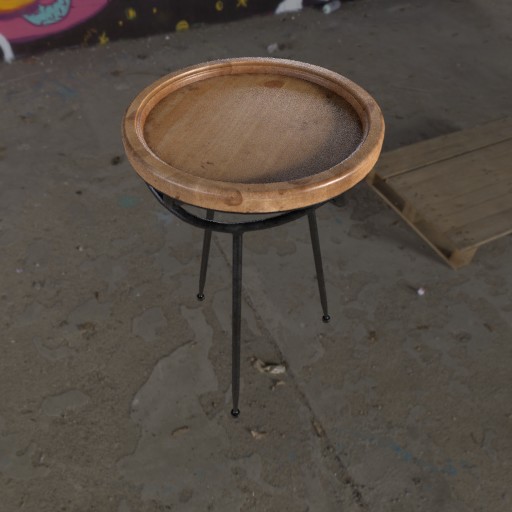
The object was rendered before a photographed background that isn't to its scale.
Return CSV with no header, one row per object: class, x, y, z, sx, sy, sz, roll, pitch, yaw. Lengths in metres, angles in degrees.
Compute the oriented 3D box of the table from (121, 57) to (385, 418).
table,0.000,0.000,0.940,0.418,0.664,0.414,-4,47,-3
